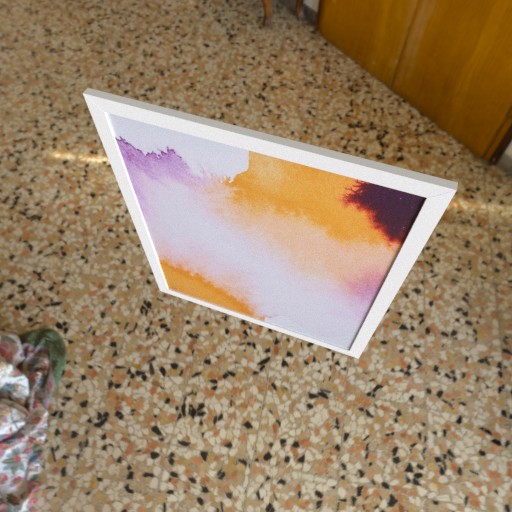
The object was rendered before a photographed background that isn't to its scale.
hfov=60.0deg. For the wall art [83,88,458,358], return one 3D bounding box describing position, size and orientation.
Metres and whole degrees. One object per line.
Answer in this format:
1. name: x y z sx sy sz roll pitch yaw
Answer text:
1. wall art: 0.000 0.000 0.777 0.482 0.557 0.012 17 59 11
